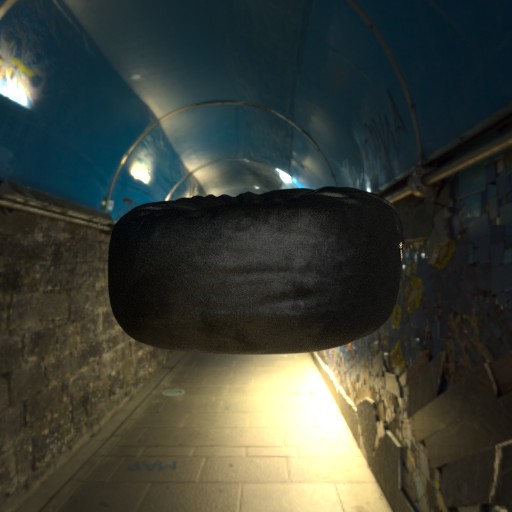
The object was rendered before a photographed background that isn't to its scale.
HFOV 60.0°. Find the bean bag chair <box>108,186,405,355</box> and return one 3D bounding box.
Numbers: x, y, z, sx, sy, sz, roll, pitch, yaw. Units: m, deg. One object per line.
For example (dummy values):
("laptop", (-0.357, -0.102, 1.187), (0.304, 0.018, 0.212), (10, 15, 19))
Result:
("bean bag chair", (0.000, 0.000, 2.376), (1.524, 0.878, 1.524), (0, -1, 17))
